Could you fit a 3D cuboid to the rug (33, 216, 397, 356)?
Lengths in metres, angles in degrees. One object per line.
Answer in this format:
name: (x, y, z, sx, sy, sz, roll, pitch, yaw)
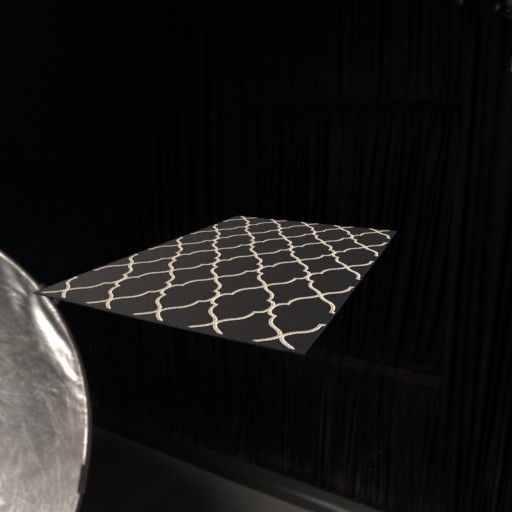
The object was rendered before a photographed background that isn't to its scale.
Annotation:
rug: (0.000, 0.000, 3.000, 1.528, 0.014, 2.294, 8, 18, 24)
